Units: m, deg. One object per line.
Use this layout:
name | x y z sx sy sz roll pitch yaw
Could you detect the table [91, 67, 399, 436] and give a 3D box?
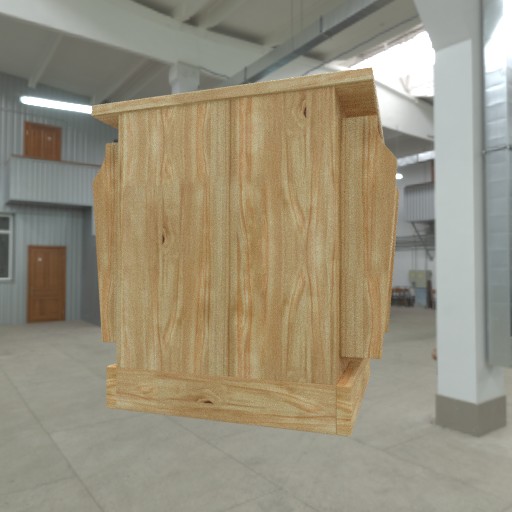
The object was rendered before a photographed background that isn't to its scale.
table | 0.000 0.000 0.862 0.530 0.515 0.380 -1 -2 18
